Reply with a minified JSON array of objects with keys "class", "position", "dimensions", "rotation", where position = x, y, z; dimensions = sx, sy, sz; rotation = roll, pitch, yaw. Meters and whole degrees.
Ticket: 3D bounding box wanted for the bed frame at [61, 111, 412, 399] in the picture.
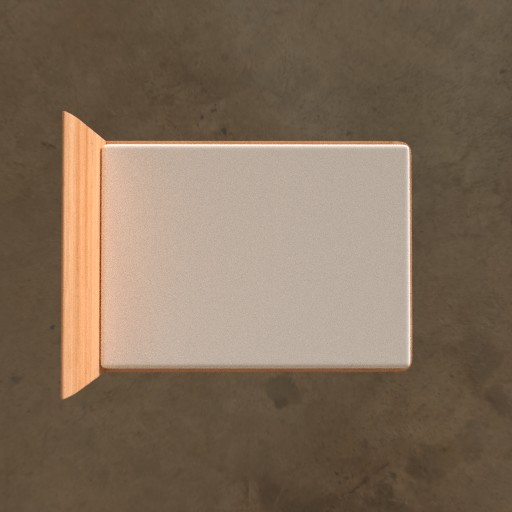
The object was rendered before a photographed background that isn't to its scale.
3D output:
[{"class":"bed frame","position":[0.000,0.000,2.734],"dimensions":[1.992,0.940,1.472],"rotation":[0,89,0]}]
